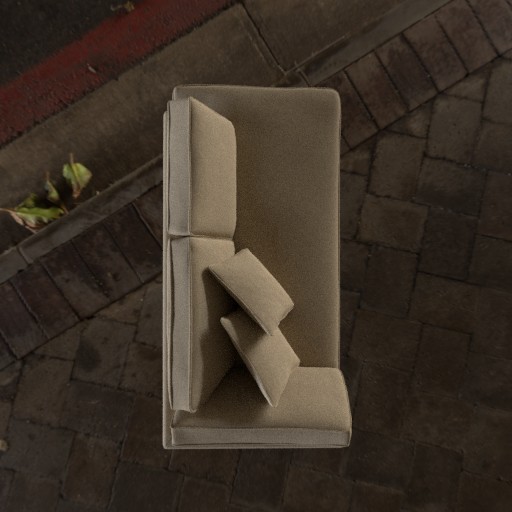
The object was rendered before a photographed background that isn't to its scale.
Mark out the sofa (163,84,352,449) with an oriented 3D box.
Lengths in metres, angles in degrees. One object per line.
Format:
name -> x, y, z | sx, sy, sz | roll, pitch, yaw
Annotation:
sofa -> 0.000, 0.000, 2.867 | 1.110, 1.033, 2.237 | 0, 89, -1
